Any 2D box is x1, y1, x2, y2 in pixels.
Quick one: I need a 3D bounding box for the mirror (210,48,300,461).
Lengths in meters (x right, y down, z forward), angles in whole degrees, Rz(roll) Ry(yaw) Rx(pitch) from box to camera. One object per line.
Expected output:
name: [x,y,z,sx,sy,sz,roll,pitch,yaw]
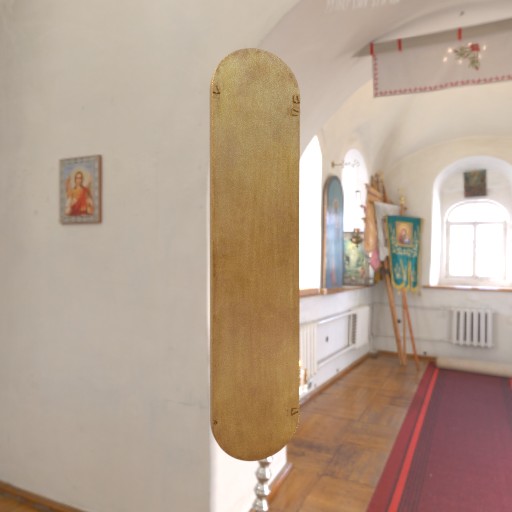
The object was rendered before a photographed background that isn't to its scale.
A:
mirror: [0.000,0.000,1.077,0.222,0.991,0.032,0,1,-19]
